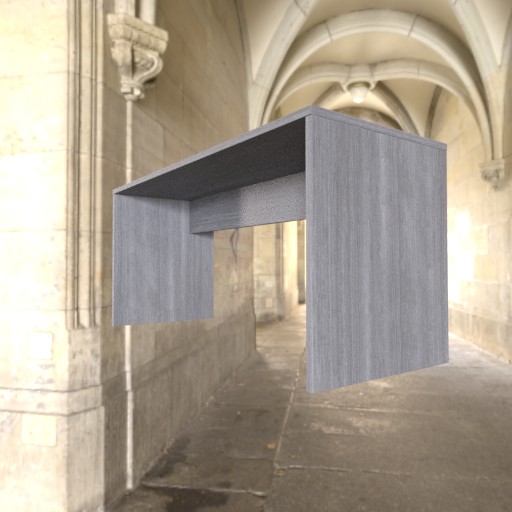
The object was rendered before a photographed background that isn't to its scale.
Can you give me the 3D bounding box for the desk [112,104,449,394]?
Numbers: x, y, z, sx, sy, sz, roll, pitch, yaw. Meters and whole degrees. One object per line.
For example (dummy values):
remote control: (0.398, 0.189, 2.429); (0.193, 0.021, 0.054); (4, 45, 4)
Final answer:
desk: (0.000, 0.000, 2.030); (0.802, 0.750, 1.600); (1, -2, -36)
